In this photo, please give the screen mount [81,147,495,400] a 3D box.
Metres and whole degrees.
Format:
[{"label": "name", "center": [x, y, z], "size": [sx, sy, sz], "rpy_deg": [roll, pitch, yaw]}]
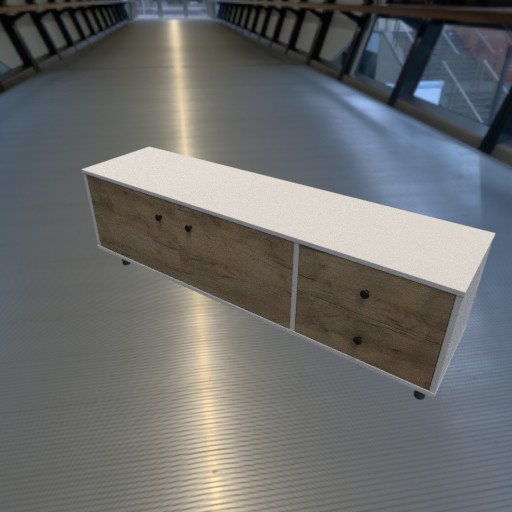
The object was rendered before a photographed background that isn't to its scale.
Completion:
[{"label": "screen mount", "center": [0.000, 0.000, 1.815], "size": [1.600, 0.520, 0.418], "rpy_deg": [20, 36, 29]}]
